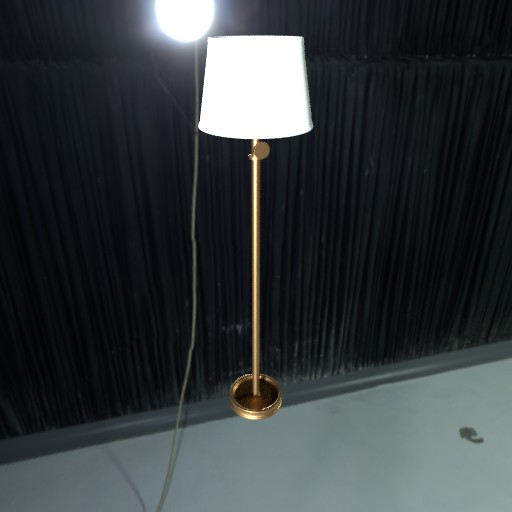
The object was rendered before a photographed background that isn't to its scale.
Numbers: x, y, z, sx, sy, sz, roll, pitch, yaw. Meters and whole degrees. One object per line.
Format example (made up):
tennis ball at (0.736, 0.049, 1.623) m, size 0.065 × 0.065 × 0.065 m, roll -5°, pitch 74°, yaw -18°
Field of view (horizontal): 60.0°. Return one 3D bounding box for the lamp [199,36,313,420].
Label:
lamp at (0.000, 0.000, 0.802) m, size 0.178 × 0.710 × 0.178 m, roll 0°, pitch 28°, yaw 0°
